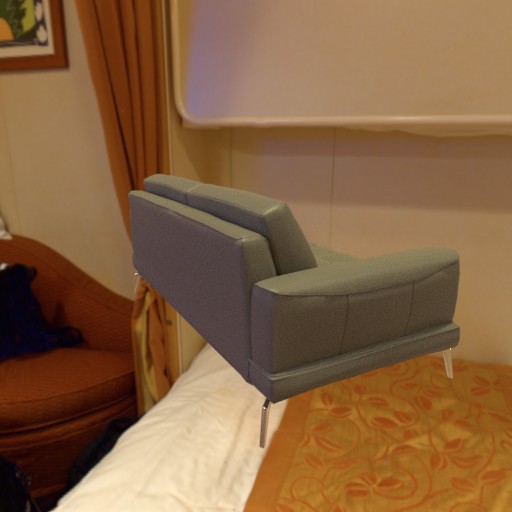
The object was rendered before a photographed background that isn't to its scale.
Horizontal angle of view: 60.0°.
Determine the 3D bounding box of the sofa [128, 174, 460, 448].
[{"bbox_3d":[0.000,0.000,2.739,1.121,0.930,2.177,-8,17,-28],"label":"sofa"}]
